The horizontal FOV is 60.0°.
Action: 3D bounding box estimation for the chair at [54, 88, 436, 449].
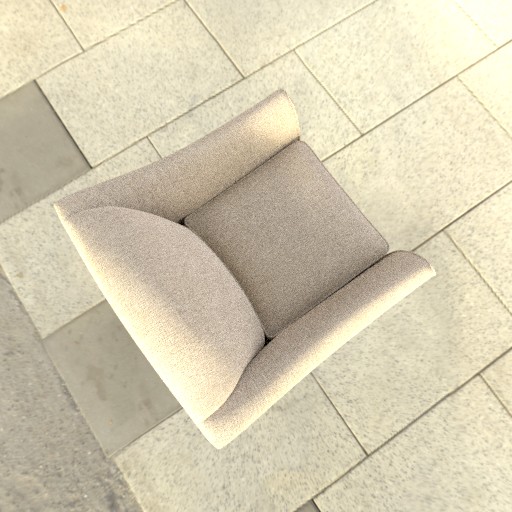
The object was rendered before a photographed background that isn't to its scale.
[{"bbox_3d":[0.000,0.000,1.431,0.787,0.839,0.763,-36,80,-8],"label":"chair"}]
